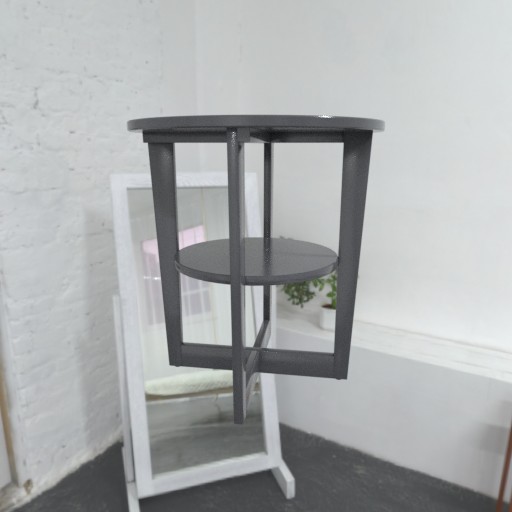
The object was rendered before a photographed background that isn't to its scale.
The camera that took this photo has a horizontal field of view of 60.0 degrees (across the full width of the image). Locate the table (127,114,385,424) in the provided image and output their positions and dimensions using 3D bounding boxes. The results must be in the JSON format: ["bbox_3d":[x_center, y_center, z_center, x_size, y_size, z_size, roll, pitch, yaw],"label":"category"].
[{"bbox_3d":[0.000,0.000,0.956,0.500,0.550,0.500,0,14,0],"label":"table"}]
